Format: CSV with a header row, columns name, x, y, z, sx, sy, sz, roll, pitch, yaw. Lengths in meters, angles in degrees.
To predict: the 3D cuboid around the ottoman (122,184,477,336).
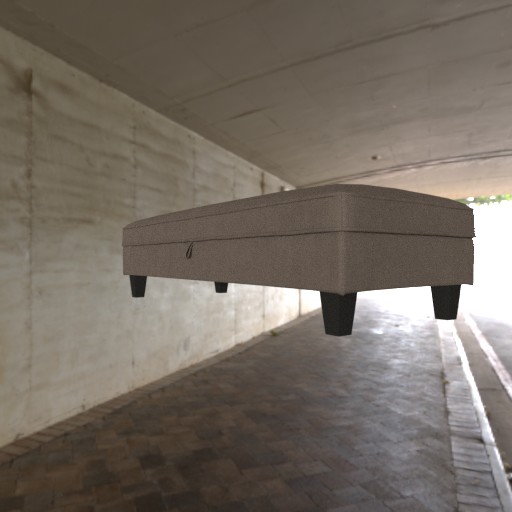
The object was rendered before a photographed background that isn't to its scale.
name,x,y,z,sx,sy,sz,roll,pitch,yaw
ottoman,0.000,0.000,2.089,0.751,0.470,1.764,0,0,-36
